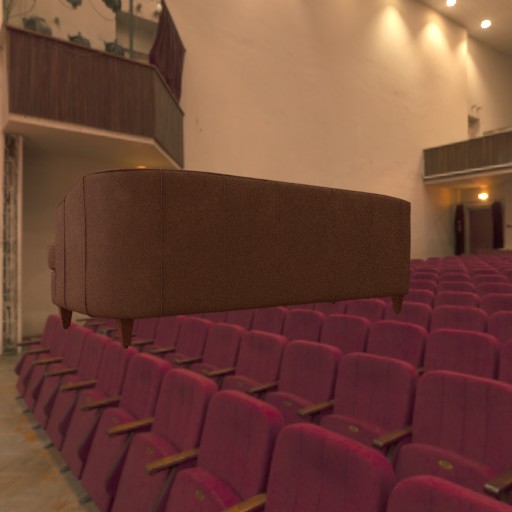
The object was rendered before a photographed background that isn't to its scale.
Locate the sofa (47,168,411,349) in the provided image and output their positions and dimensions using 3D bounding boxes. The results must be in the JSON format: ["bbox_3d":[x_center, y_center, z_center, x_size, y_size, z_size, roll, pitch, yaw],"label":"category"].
[{"bbox_3d":[0.000,0.000,2.736,2.227,0.787,0.927,0,0,-36],"label":"sofa"}]
